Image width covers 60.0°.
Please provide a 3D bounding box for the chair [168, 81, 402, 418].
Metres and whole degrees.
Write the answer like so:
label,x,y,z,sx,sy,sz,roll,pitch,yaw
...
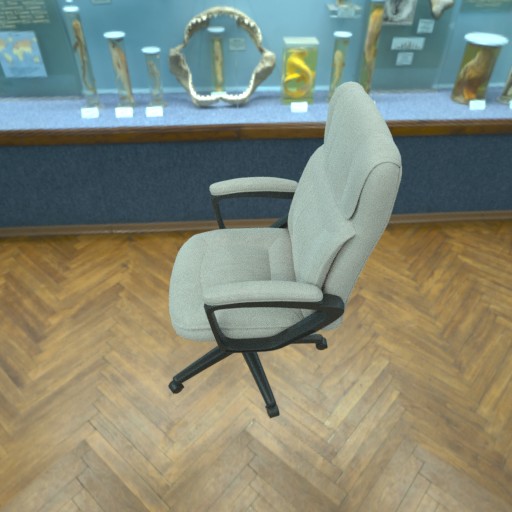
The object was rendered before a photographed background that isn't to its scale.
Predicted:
label,x,y,z,sx,sy,sz,roll,pitch,yaw
chair,0.000,0.000,1.583,0.724,1.105,0.667,-1,42,-2
